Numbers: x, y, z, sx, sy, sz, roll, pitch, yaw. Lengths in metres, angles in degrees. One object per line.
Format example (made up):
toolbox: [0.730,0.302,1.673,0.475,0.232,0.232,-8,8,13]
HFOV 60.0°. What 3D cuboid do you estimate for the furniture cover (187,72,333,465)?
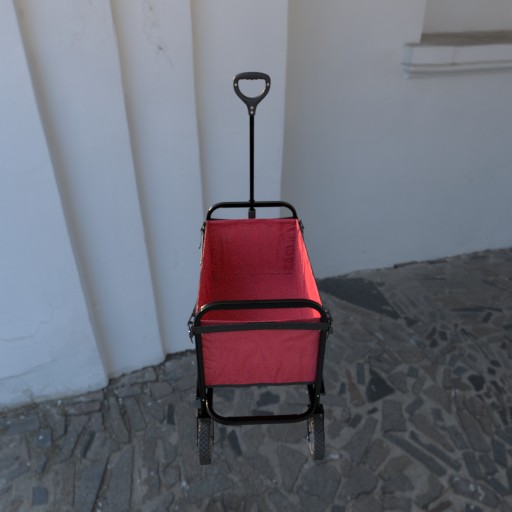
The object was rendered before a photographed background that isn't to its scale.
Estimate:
furniture cover: [0.000,0.000,1.803,0.532,1.295,1.038,-1,30,-2]
